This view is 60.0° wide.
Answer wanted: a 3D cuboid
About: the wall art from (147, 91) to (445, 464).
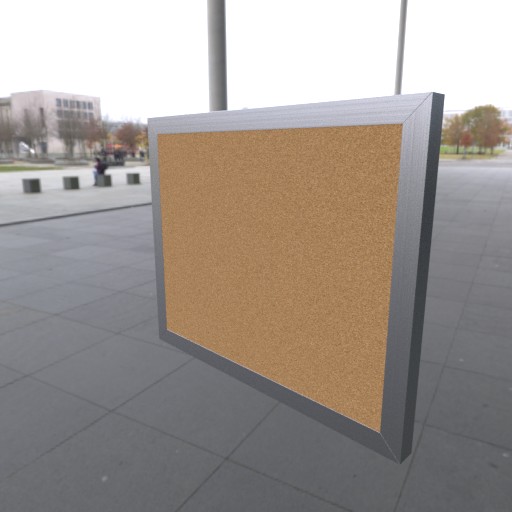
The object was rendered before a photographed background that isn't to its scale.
[{"bbox_3d":[0.000,0.000,0.722,0.557,0.456,0.032,13,19,43],"label":"wall art"}]
